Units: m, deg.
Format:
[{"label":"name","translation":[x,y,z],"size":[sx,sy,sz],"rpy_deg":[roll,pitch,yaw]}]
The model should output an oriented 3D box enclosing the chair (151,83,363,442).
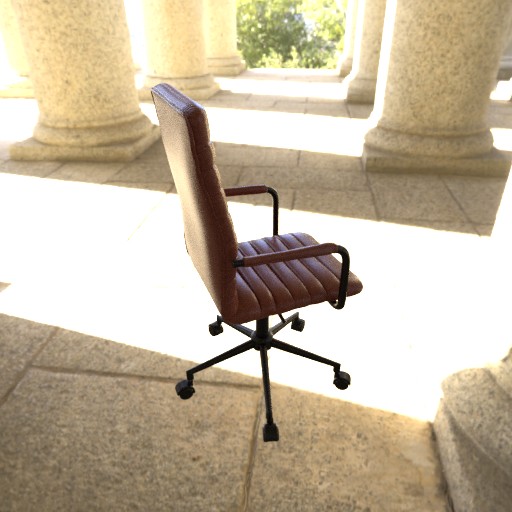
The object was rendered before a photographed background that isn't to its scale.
[{"label":"chair","translation":[0.000,0.000,1.360],"size":[0.580,0.979,0.608],"rpy_deg":[-11,31,-19]}]
